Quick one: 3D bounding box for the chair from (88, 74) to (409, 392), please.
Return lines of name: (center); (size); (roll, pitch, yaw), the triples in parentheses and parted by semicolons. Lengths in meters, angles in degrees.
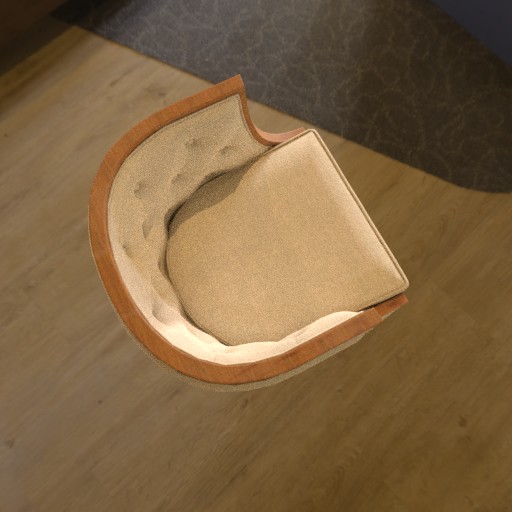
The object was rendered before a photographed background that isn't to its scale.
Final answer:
chair: (0.000, 0.000, 1.373); (0.757, 0.775, 0.711); (-27, 77, -7)
